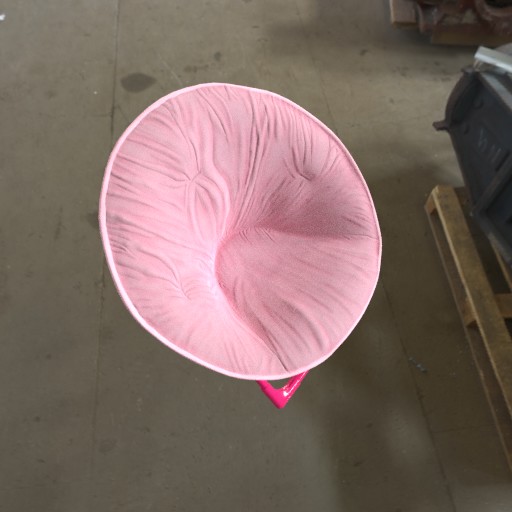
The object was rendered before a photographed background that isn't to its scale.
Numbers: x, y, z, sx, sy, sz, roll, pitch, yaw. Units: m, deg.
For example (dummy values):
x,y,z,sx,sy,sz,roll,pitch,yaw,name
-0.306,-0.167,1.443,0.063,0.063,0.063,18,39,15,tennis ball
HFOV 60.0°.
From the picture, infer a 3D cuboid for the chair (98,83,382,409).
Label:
x,y,z,sx,sy,sz,roll,pitch,yaw,name
0.000,0.000,0.869,0.459,0.494,0.522,34,64,19,chair
